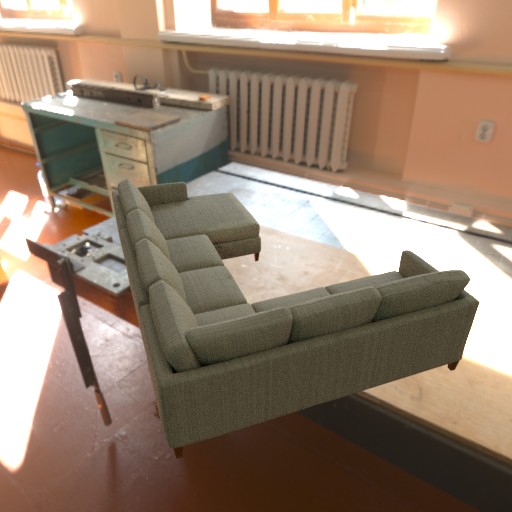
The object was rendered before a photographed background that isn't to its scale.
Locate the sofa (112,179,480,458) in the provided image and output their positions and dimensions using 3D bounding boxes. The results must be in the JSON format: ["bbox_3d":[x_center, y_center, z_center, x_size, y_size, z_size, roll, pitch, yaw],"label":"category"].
[{"bbox_3d":[0.000,0.000,4.644,2.594,0.961,3.460,-11,32,-18],"label":"sofa"}]
